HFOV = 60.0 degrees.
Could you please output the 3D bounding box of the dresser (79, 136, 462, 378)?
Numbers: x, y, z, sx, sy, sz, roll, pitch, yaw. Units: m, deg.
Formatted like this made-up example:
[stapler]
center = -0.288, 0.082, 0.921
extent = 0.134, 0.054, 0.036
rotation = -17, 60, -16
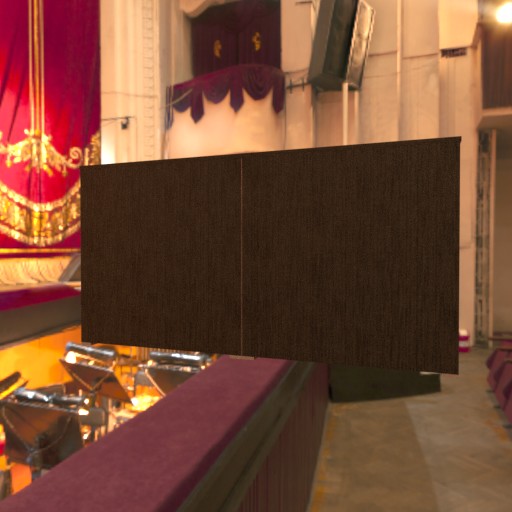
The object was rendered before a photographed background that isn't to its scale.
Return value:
[dresser]
center = 0.000, 0.000, 1.858
extent = 1.535, 0.790, 0.333
rotation = 0, 1, 20
